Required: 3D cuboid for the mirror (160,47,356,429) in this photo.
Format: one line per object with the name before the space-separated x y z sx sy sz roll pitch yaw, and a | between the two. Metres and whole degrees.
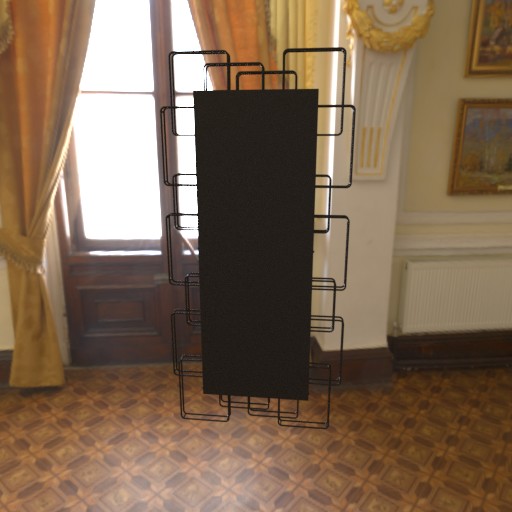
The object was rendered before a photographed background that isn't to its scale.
mirror | 0.000 0.000 1.393 0.565 1.192 0.037 2 15 6
